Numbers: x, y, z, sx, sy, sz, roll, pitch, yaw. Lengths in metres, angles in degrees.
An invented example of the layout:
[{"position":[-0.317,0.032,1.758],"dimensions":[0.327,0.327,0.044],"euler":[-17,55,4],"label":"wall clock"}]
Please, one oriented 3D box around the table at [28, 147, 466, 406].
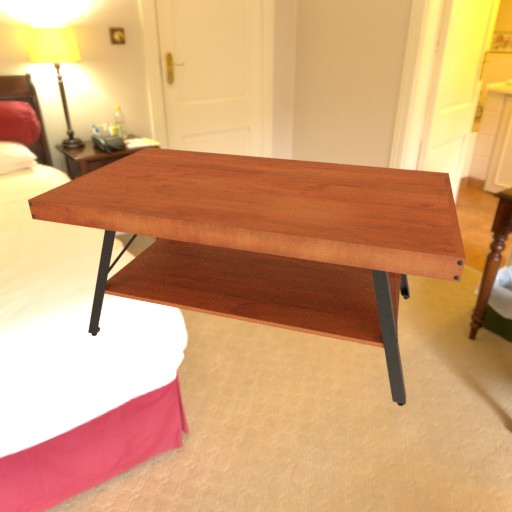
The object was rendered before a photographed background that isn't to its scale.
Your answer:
[{"position":[0.000,0.000,1.380],"dimensions":[1.067,0.457,0.610],"euler":[9,29,16],"label":"table"}]
